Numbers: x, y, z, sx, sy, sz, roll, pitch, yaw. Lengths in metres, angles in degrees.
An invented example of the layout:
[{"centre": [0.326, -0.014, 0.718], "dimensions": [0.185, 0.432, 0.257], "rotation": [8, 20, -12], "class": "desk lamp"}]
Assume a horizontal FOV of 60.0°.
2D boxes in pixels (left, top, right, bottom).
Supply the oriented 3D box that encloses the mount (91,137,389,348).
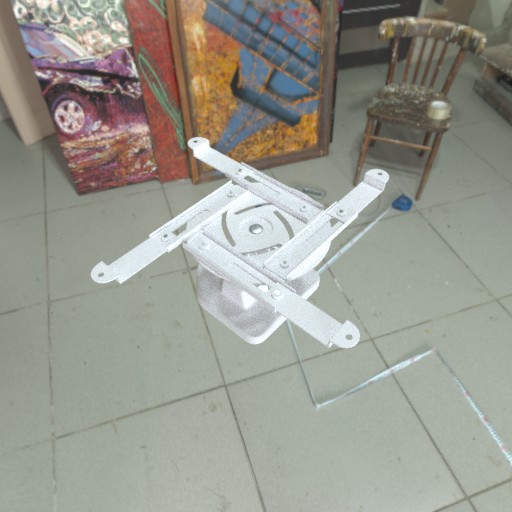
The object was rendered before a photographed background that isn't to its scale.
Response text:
[{"centre": [0.000, 0.000, 0.617], "dimensions": [0.394, 0.141, 0.394], "rotation": [33, 55, 27], "class": "mount"}]
